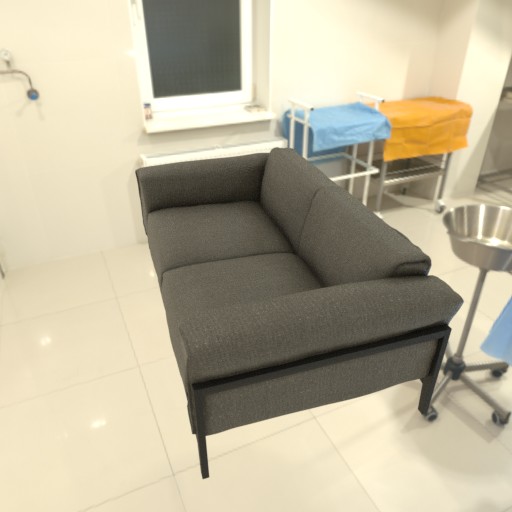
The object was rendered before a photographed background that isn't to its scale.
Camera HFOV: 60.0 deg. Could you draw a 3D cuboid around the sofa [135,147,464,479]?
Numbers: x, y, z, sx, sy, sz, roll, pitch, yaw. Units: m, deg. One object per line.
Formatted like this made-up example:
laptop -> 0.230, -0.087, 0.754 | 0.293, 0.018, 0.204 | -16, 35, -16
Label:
sofa -> 0.000, 0.000, 2.154 | 0.960, 0.656, 1.690 | -9, 32, -15
